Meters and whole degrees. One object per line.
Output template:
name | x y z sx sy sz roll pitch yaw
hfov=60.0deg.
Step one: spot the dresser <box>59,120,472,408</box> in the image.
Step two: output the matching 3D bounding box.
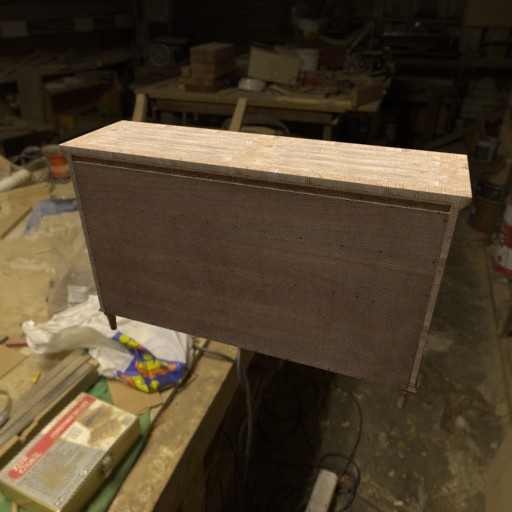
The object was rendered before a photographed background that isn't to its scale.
dresser | 0.000 0.000 2.086 1.626 1.016 0.457 11 32 17
